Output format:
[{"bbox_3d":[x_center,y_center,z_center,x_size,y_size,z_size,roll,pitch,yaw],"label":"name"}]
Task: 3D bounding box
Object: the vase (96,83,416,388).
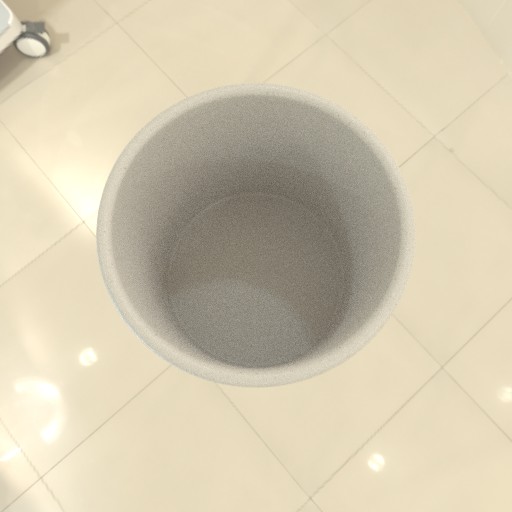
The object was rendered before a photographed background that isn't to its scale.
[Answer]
[{"bbox_3d":[0.000,0.000,0.249,0.137,0.127,0.137,0,76,0],"label":"vase"}]
